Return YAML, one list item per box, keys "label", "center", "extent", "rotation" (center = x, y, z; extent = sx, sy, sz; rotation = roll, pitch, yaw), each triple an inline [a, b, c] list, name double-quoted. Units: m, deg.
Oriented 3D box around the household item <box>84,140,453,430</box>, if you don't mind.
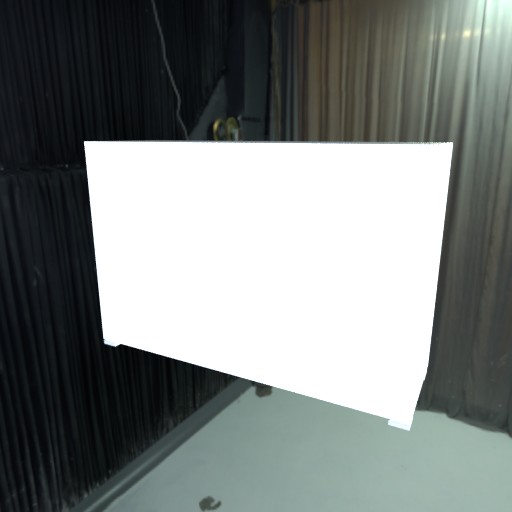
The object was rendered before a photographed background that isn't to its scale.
- label: "household item"
  center: [0.000, 0.000, 1.740]
  extent: [1.300, 0.867, 0.420]
  rotation: [8, 17, 27]
